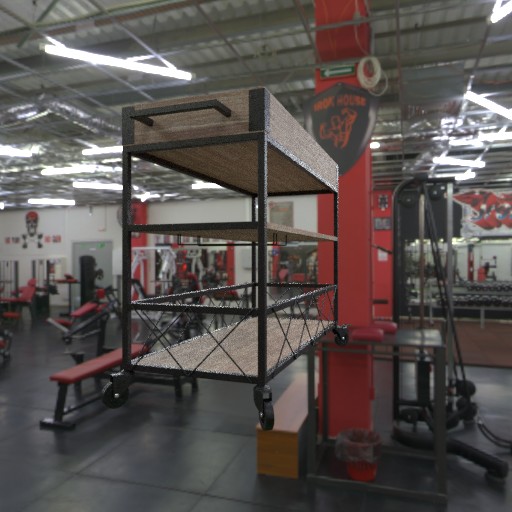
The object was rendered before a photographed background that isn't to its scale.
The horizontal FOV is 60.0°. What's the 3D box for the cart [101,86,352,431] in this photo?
[{"bbox_3d":[0.000,0.000,1.539,0.500,0.787,1.101,0,0,21],"label":"cart"}]
